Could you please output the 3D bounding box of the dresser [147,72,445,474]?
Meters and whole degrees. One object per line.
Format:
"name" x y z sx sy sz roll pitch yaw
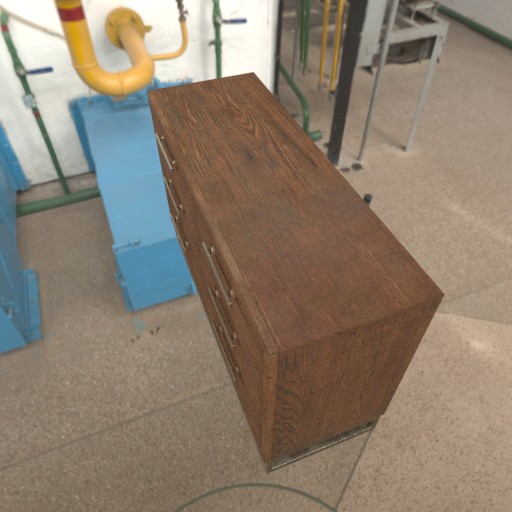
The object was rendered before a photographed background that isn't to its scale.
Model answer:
"dresser" 0.000 0.000 2.209 0.623 1.061 1.646 -16 49 -14
